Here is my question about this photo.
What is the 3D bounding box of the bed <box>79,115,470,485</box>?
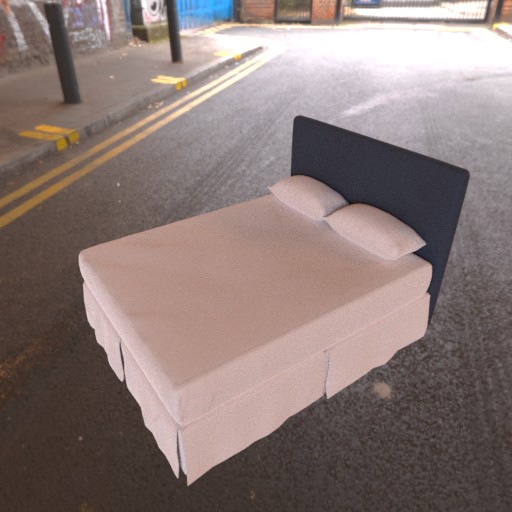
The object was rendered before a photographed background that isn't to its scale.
[{"bbox_3d":[0.000,0.000,3.118,2.162,1.330,1.713,-20,37,-29],"label":"bed"}]
